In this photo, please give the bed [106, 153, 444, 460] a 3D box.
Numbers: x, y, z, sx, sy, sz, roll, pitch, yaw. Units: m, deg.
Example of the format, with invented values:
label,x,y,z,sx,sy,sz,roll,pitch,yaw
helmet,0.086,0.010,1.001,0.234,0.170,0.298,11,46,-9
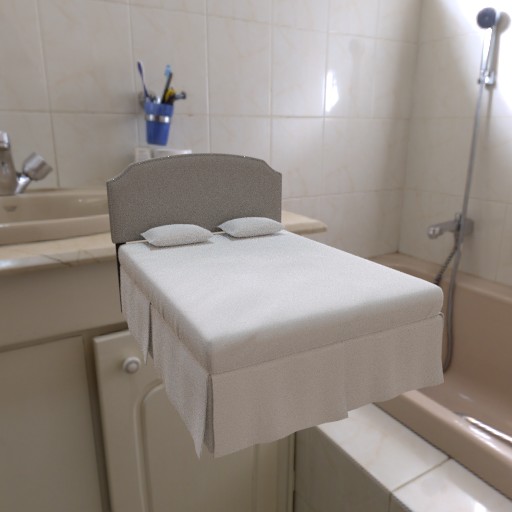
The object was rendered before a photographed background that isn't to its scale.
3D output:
label,x,y,z,sx,sy,sz,roll,pitch,yaw
bed,0.000,0.000,2.968,1.558,1.270,1.999,-8,17,-27
